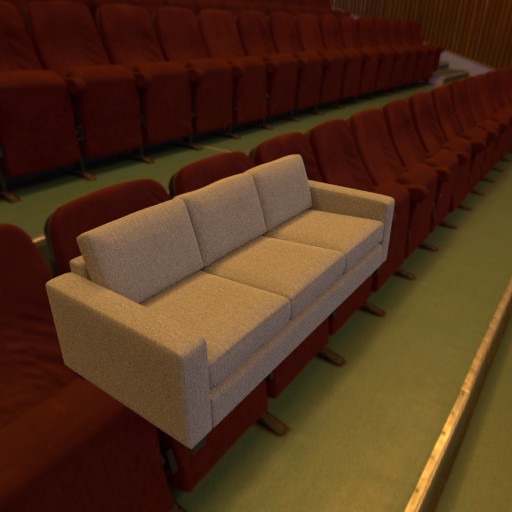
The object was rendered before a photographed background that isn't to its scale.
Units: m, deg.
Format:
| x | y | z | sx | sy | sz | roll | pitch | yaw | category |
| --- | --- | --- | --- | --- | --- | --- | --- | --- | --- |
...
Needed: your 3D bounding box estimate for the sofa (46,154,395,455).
| x | y | z | sx | sy | sz | roll | pitch | yaw | category |
| --- | --- | --- | --- | --- | --- | --- | --- | --- | --- |
| 0.000 | 0.000 | 2.638 | 0.900 | 0.800 | 2.120 | 18 | 32 | 32 | sofa |
